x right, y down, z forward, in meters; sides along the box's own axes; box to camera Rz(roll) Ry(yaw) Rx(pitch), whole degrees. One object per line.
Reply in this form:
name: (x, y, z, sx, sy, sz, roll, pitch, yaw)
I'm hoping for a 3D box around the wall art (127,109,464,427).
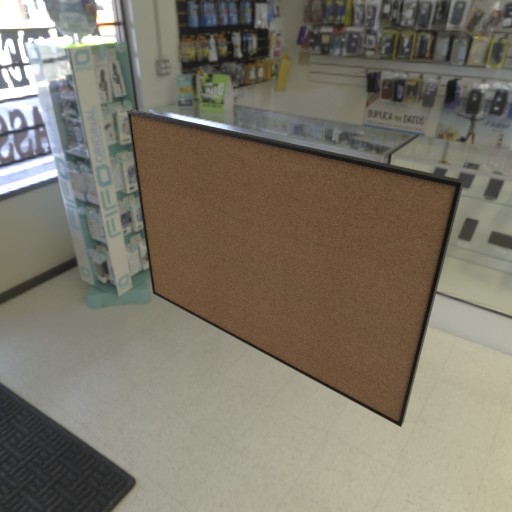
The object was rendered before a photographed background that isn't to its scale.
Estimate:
wall art: (0.000, 0.000, 1.229, 0.957, 0.660, 0.019, 22, 37, 32)
